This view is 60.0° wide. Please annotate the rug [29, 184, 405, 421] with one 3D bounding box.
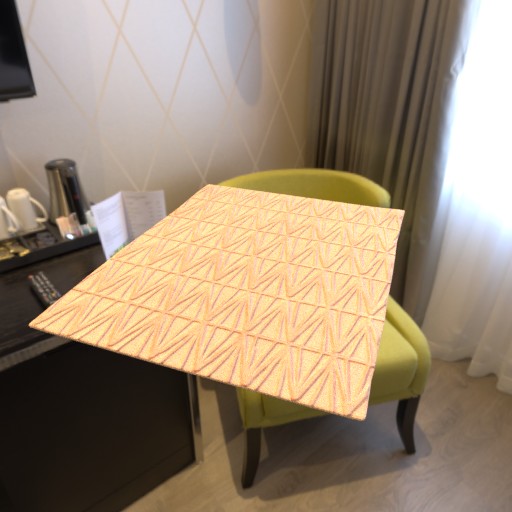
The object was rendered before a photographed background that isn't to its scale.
[{"bbox_3d":[0.000,0.000,4.110,2.453,0.043,3.052,11,32,17],"label":"rug"}]
